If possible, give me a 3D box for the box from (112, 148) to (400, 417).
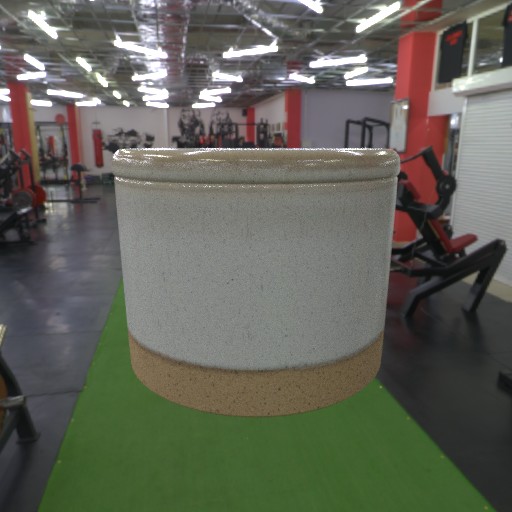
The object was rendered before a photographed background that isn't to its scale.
[{"bbox_3d":[0.000,0.000,0.260,0.154,0.123,0.154,0,14,0],"label":"box"}]
